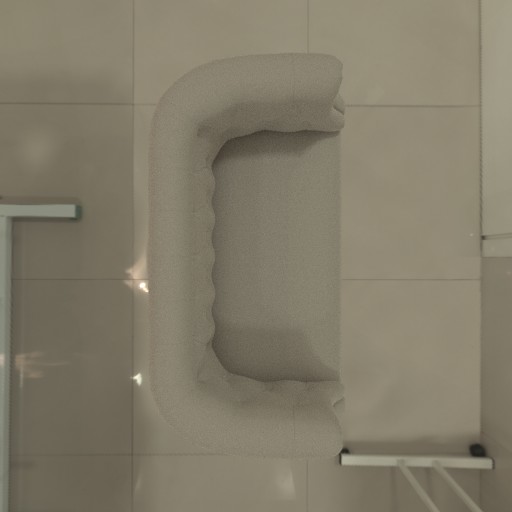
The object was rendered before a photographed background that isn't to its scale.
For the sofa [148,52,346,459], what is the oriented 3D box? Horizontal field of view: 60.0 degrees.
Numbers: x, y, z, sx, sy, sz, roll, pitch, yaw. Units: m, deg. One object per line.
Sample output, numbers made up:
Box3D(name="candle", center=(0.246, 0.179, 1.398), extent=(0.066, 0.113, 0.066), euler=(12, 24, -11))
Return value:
Box3D(name="sofa", center=(0.000, 0.000, 2.027), extent=(0.835, 0.827, 1.558), euler=(0, 90, -1))
